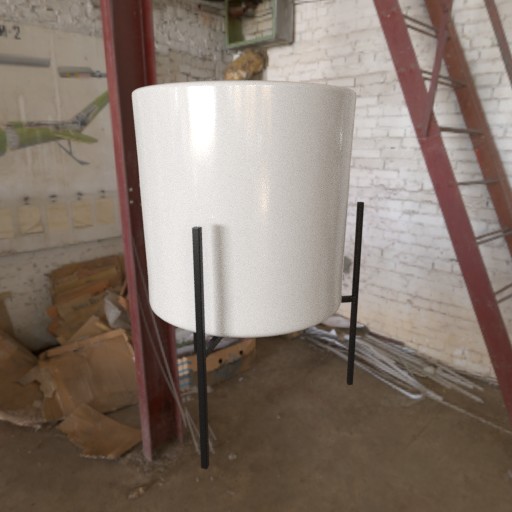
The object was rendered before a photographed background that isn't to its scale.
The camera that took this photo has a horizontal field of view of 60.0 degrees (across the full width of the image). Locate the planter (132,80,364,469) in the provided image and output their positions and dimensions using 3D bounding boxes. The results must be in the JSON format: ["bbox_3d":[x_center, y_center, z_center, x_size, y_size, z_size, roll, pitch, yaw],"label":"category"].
[{"bbox_3d":[0.000,0.000,0.623,0.308,0.431,0.307,-2,15,-9],"label":"planter"}]
